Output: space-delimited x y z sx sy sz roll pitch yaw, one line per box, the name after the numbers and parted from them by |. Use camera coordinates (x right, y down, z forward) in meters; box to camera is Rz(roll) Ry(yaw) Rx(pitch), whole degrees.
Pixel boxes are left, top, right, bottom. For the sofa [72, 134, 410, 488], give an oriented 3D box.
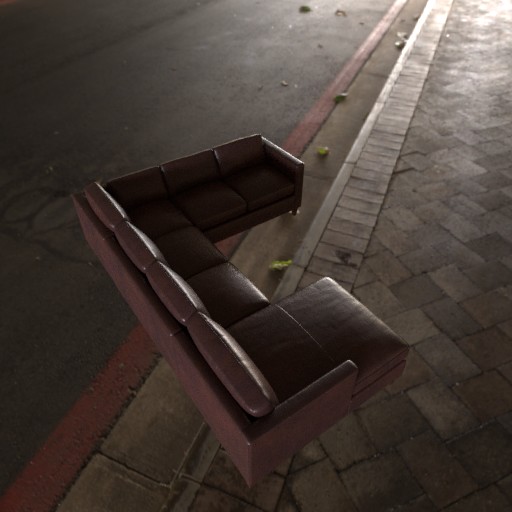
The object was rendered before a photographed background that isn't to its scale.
0.000 0.000 4.390 2.452 0.891 3.324 -25 47 -26 | sofa
